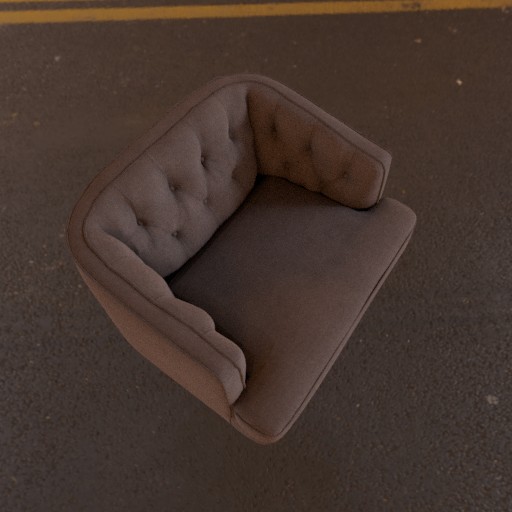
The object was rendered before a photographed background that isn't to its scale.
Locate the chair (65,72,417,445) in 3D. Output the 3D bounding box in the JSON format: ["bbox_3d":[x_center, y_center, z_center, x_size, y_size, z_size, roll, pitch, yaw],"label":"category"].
[{"bbox_3d":[0.000,0.000,1.765,0.941,0.852,1.104,31,64,17],"label":"chair"}]
